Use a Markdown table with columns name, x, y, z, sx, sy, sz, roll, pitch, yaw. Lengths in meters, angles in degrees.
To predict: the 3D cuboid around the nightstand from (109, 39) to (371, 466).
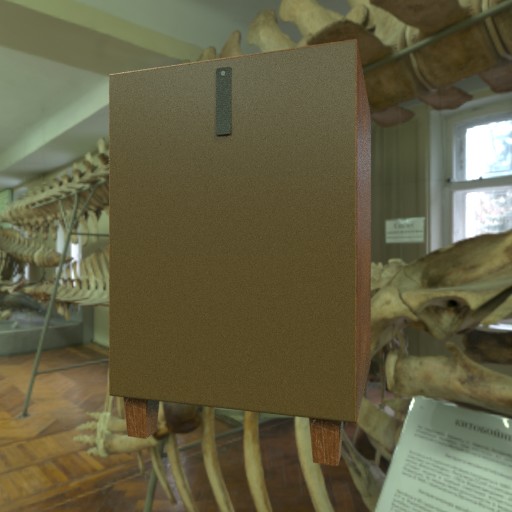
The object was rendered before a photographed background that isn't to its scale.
| name | x | y | z | sx | sy | sz | roll | pitch | yaw |
| --- | --- | --- | --- | --- | --- | --- | --- | --- | --- |
| nightstand | 0.000 | 0.000 | 0.969 | 0.465 | 0.695 | 0.410 | 0 | 0 | 18 |
